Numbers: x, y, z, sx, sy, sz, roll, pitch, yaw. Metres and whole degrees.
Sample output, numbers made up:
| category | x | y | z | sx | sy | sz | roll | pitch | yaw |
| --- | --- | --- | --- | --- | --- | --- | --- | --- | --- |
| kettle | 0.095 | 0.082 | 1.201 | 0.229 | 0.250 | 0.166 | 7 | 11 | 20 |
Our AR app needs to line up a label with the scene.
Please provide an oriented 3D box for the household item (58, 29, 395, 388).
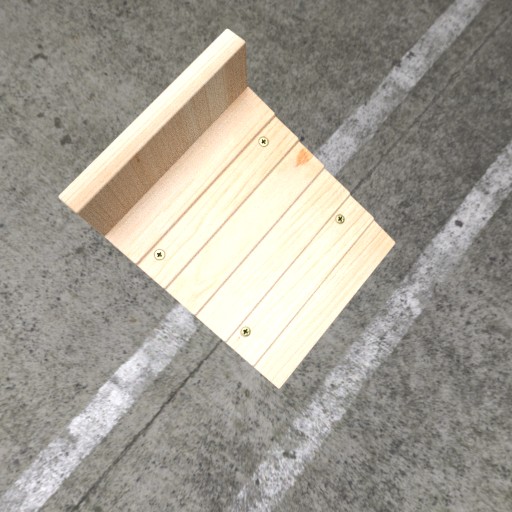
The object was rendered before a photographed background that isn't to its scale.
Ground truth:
| category | x | y | z | sx | sy | sz | roll | pitch | yaw |
| --- | --- | --- | --- | --- | --- | --- | --- | --- | --- |
| household item | 0.000 | 0.000 | 0.396 | 0.171 | 0.300 | 0.149 | 39 | 80 | 9 |
